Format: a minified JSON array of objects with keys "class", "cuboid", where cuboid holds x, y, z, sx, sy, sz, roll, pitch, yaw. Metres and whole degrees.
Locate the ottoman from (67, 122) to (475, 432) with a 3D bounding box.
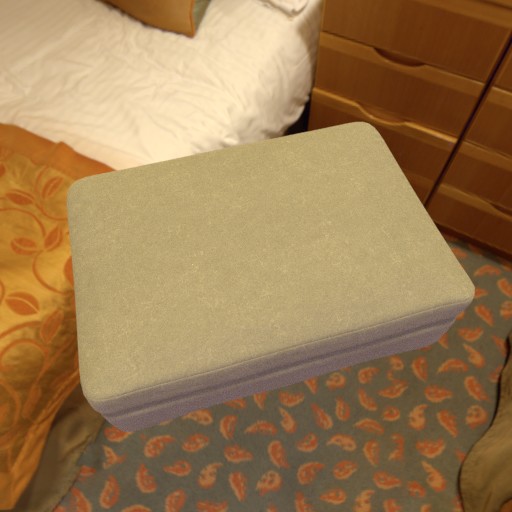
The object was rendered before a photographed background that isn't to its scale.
[{"class":"ottoman","cuboid":[0.000,0.000,1.559,1.199,0.429,0.840,-14,59,-8]}]
